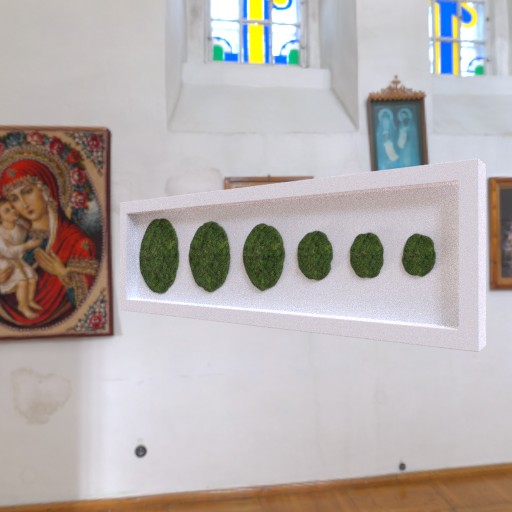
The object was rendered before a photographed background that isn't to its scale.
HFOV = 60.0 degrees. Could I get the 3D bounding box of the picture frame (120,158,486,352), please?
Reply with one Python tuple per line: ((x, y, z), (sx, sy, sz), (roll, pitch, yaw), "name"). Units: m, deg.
((0.000, 0.000, 0.822), (0.759, 0.250, 0.050), (0, 0, 37), "picture frame")
